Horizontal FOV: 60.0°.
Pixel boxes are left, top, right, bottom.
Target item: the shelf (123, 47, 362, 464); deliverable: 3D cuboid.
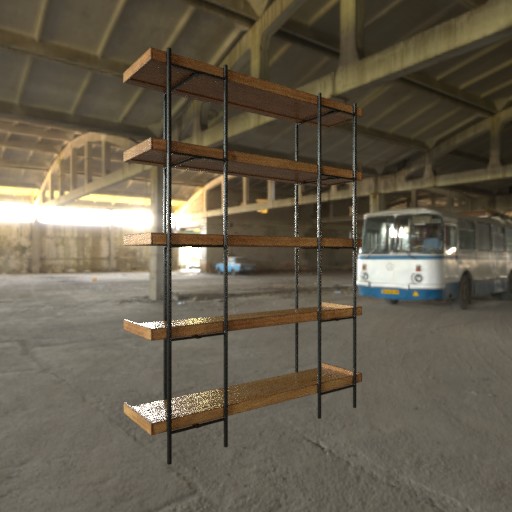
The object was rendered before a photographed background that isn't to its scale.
[{"bbox_3d":[0.000,0.000,2.452,1.371,1.826,0.379,0,0,-36],"label":"shelf"}]
